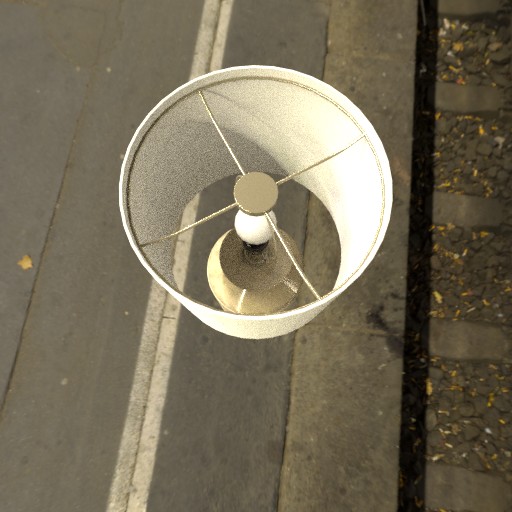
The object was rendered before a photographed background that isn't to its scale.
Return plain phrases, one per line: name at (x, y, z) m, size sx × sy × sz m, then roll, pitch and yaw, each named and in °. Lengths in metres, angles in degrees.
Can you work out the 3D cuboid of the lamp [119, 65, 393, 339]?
lamp at (0.000, 0.000, 0.562) m, size 0.211 × 0.455 × 0.211 m, roll -14°, pitch 76°, yaw -4°
